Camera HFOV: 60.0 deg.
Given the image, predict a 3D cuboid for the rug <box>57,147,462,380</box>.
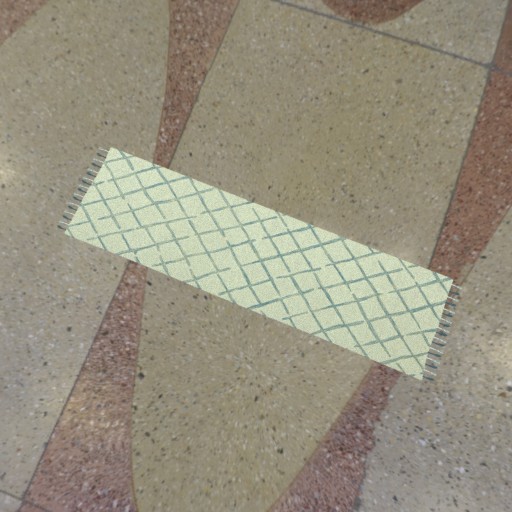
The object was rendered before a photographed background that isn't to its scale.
[{"bbox_3d":[0.000,0.000,2.630,2.372,0.008,0.620,22,77,5],"label":"rug"}]
